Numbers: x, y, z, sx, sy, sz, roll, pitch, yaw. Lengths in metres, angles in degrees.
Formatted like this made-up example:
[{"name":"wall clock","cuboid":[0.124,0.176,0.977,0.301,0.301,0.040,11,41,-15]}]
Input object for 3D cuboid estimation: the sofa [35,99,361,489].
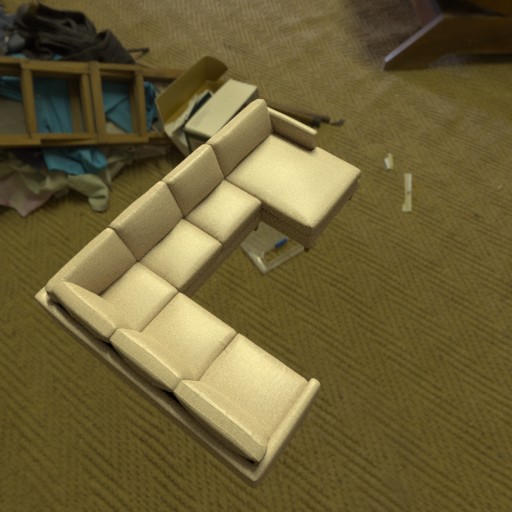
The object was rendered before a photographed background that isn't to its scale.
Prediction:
[{"name":"sofa","cuboid":[0.000,0.000,4.602,2.594,0.961,3.460,32,63,19]}]
